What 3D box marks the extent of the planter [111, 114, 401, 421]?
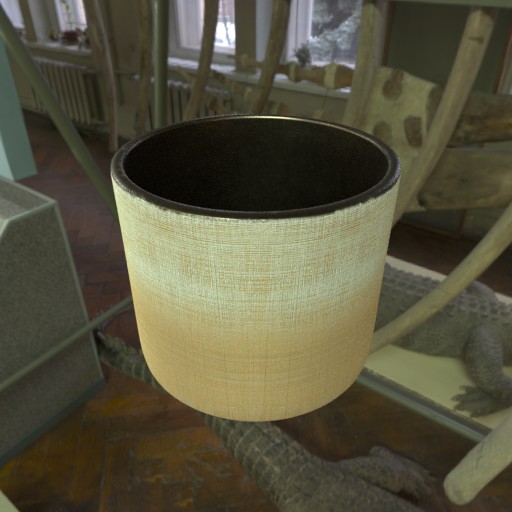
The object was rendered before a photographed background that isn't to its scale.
[{"bbox_3d":[0.000,0.000,0.451,0.254,0.221,0.254,0,33,0],"label":"planter"}]
